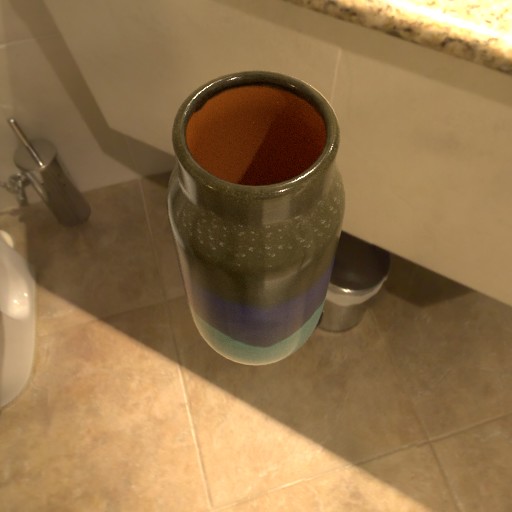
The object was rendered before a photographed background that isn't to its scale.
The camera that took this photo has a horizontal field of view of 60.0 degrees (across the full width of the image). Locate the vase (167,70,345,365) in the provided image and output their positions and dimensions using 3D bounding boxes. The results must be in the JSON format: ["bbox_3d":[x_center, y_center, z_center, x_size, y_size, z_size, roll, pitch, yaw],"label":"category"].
[{"bbox_3d":[0.000,0.000,0.381,0.139,0.313,0.139,0,63,0],"label":"vase"}]
